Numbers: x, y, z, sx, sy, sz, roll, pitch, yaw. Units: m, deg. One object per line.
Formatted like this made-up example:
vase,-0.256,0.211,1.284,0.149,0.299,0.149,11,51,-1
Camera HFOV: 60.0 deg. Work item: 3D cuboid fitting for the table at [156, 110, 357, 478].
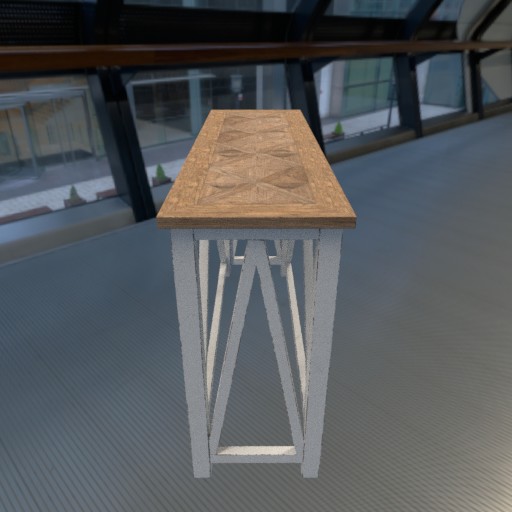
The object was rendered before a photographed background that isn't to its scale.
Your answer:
table,0.000,0.000,1.828,0.450,0.930,1.400,0,28,0
